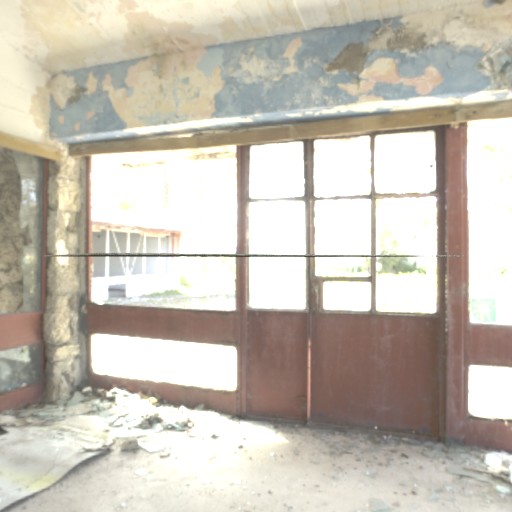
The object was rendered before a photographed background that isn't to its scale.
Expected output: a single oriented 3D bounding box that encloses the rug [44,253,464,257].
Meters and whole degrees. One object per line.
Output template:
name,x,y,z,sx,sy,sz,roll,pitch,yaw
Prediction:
rug,0.000,0.000,3.039,2.441,0.008,1.526,0,0,-33
